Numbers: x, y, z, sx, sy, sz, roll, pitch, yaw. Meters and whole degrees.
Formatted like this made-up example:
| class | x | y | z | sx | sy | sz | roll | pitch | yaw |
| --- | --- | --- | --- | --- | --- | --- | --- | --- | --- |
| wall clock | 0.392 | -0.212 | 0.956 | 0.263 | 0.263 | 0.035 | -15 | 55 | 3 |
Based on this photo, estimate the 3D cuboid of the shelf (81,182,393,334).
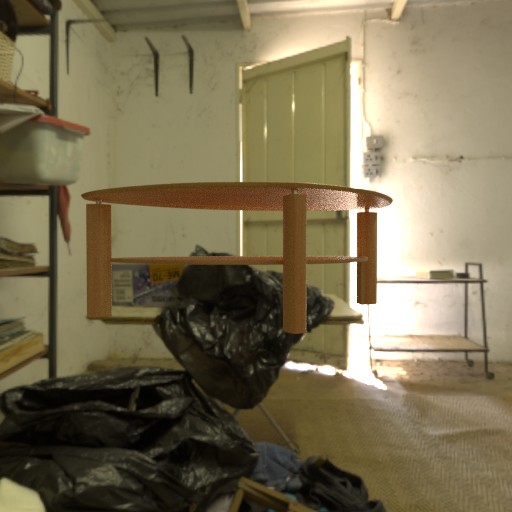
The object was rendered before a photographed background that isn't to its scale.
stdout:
| class | x | y | z | sx | sy | sz | roll | pitch | yaw |
| --- | --- | --- | --- | --- | --- | --- | --- | --- | --- |
| shelf | 0.000 | 0.000 | 1.680 | 1.246 | 0.440 | 0.845 | 0 | 1 | -19 |
